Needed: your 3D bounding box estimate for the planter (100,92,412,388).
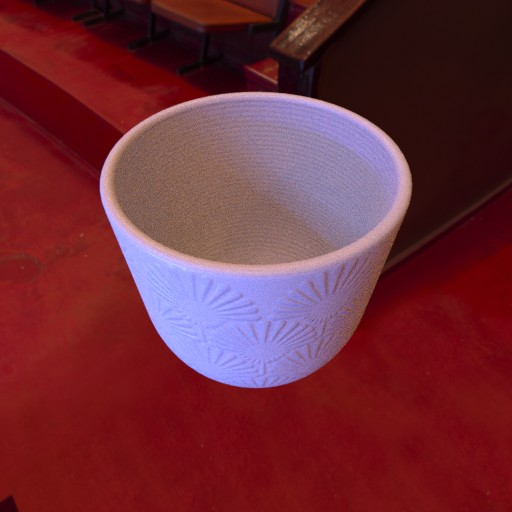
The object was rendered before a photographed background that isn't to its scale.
[{"bbox_3d":[0.000,0.000,0.300,0.170,0.152,0.170,0,46,0],"label":"planter"}]
